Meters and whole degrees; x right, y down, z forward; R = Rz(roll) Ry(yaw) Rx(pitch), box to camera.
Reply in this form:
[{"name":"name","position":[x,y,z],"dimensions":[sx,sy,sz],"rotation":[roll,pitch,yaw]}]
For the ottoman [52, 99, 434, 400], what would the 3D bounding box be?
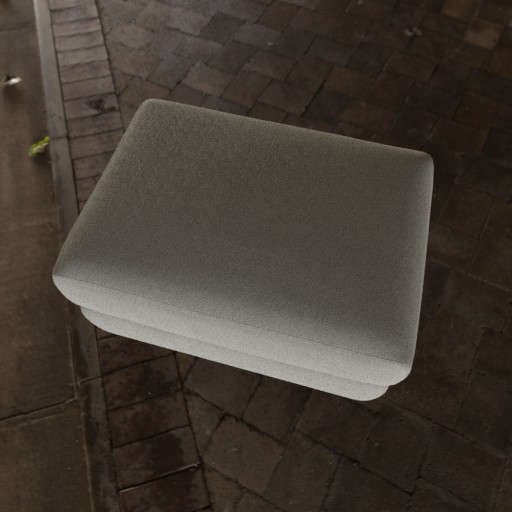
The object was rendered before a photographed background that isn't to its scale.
[{"name":"ottoman","position":[0.000,0.000,1.169],"dimensions":[0.773,0.504,0.569],"rotation":[13,63,7]}]
